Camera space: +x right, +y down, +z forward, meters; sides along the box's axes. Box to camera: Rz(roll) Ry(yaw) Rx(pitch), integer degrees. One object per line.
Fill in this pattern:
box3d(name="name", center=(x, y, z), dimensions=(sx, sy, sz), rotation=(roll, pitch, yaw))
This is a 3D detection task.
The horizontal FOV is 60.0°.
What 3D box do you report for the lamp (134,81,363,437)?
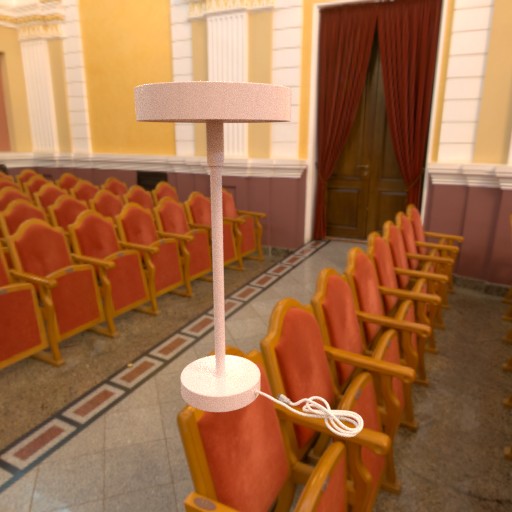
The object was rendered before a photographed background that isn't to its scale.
box3d(name="lamp", center=(0.000, 0.000, 0.688), dimensions=(0.369, 0.508, 0.229), rotation=(8, 17, 27))
